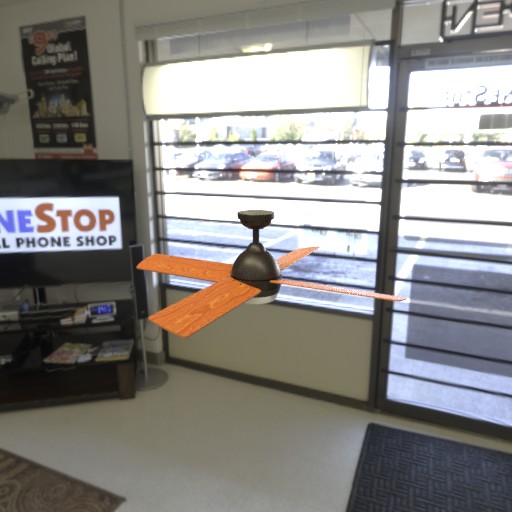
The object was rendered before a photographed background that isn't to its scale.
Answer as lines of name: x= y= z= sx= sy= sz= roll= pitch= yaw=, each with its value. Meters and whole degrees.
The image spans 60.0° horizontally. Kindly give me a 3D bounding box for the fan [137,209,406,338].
fan: x=0.000 y=0.000 z=2.028 sx=1.332 sy=0.403 sz=1.332 roll=7 pitch=16 yaw=27
